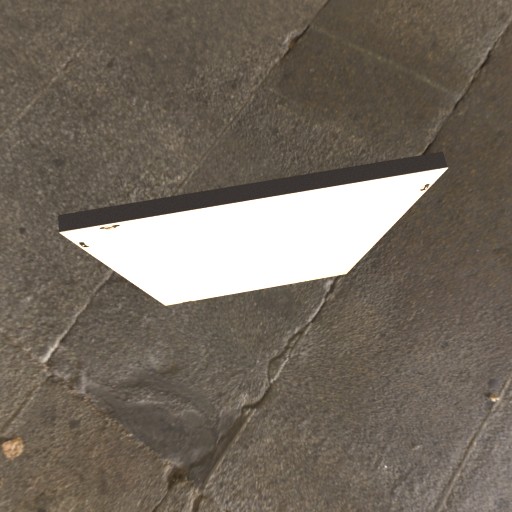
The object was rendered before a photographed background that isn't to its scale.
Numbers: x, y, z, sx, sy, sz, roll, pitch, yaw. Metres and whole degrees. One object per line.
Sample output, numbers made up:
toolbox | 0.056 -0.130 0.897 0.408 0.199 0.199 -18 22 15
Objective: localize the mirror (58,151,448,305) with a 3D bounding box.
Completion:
mirror | 0.000 0.000 1.350 0.762 1.016 0.040 -10 76 -2
